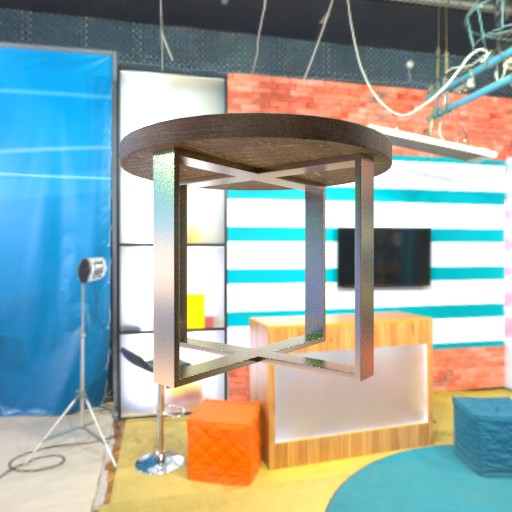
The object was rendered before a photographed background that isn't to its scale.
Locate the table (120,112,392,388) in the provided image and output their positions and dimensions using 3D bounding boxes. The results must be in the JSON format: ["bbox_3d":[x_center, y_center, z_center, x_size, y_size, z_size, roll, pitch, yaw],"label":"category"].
[{"bbox_3d":[0.000,0.000,0.951,0.557,0.437,0.557,0,0,0],"label":"table"}]
